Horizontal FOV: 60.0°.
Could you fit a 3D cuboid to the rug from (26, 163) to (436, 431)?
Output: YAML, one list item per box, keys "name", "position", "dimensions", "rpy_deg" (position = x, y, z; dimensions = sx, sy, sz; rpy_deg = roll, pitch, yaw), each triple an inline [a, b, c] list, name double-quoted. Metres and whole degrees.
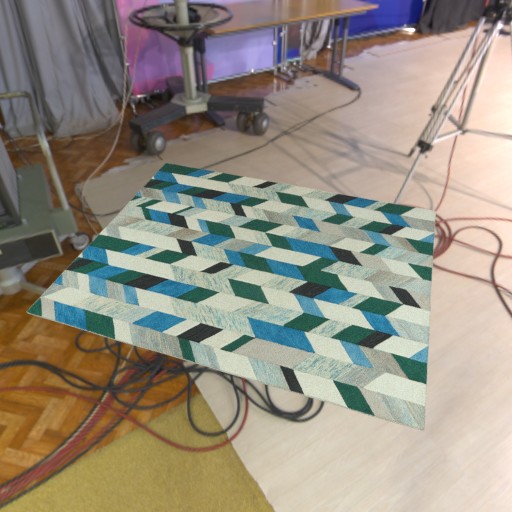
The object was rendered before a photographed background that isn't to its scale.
- name: "rug"
  position: [0.000, 0.000, 3.986]
  dimensions: [3.036, 0.008, 2.440]
  rpy_deg: [13, 44, 14]
